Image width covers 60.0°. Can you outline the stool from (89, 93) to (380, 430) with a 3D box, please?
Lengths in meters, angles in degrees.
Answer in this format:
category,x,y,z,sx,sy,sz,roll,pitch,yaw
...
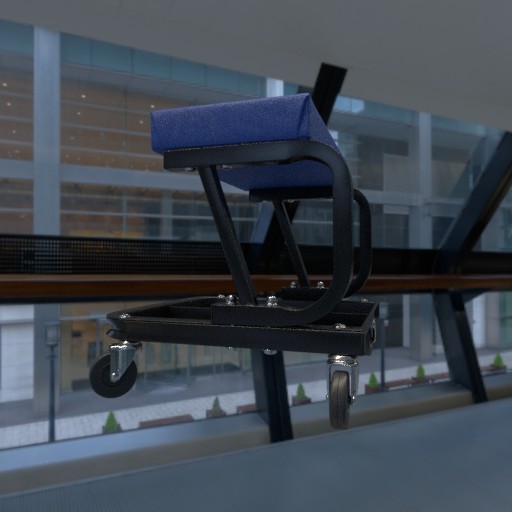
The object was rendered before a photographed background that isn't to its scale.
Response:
category,x,y,z,sx,sy,sz,roll,pitch,yaw
stool,0.000,0.000,0.721,0.371,0.380,0.446,0,0,18
